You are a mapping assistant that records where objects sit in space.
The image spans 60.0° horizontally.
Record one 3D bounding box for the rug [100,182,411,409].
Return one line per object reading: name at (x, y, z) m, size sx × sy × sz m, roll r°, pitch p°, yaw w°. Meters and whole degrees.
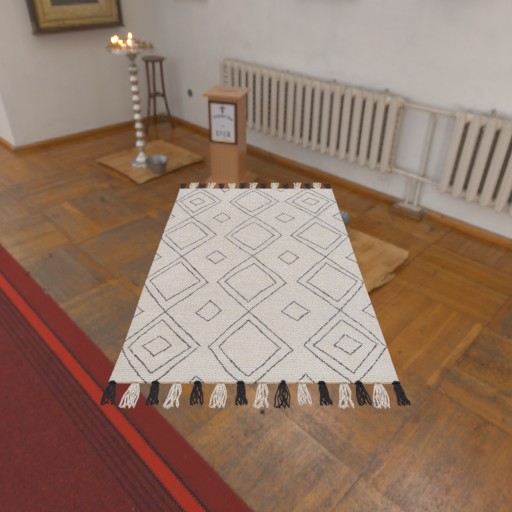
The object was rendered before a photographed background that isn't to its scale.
rug at (0.000, 0.000, 3.307) m, size 1.524 × 0.021 × 2.755 m, roll 0°, pitch 32°, yaw 0°
